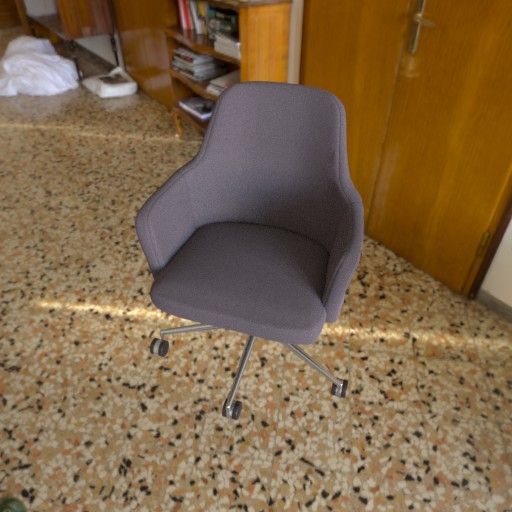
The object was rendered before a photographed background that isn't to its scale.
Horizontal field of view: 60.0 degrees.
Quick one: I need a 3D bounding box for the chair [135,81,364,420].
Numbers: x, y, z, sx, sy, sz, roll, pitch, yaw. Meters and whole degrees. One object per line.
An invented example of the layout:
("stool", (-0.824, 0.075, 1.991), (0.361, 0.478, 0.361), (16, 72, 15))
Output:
("chair", (0.000, 0.000, 1.286), (0.655, 0.820, 0.600), (11, 41, 14))
